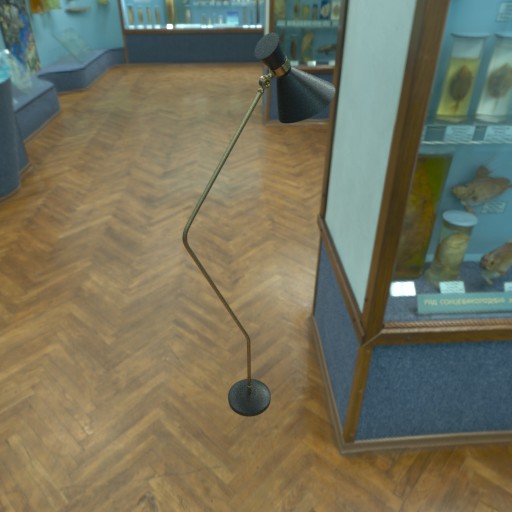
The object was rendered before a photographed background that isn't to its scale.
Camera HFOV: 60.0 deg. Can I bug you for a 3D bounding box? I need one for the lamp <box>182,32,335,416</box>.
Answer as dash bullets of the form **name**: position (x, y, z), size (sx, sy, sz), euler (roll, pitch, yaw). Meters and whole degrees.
- **lamp**: position (0.000, 0.000, 1.585), size (0.467, 1.438, 0.277), euler (-1, 33, -1)
